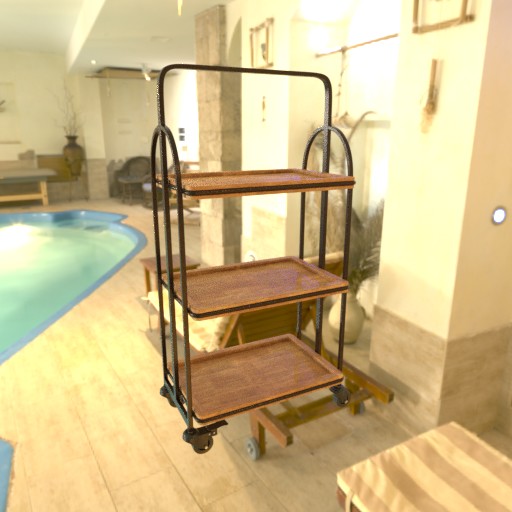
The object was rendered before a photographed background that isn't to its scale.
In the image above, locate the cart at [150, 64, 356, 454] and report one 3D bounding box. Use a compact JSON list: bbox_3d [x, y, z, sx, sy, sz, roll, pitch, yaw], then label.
[{"bbox_3d":[0.000,0.000,1.278,0.553,1.001,0.327,-8,18,-26],"label":"cart"}]
